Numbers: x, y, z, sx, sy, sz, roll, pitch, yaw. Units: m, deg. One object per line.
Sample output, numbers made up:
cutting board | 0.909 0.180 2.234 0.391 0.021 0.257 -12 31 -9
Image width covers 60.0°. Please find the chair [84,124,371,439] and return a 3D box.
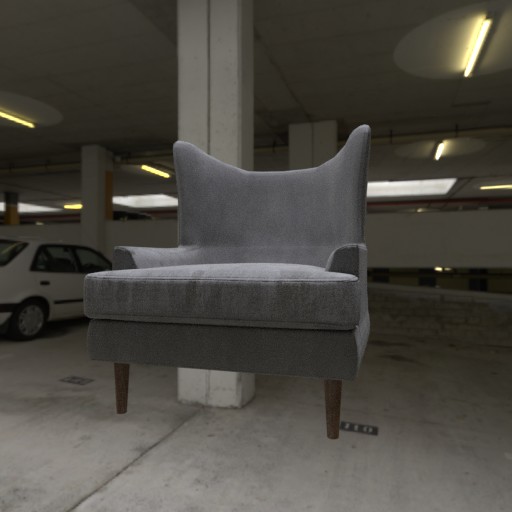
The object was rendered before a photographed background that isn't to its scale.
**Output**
chair | 0.000 0.000 1.583 0.784 0.950 0.906 0 0 17
